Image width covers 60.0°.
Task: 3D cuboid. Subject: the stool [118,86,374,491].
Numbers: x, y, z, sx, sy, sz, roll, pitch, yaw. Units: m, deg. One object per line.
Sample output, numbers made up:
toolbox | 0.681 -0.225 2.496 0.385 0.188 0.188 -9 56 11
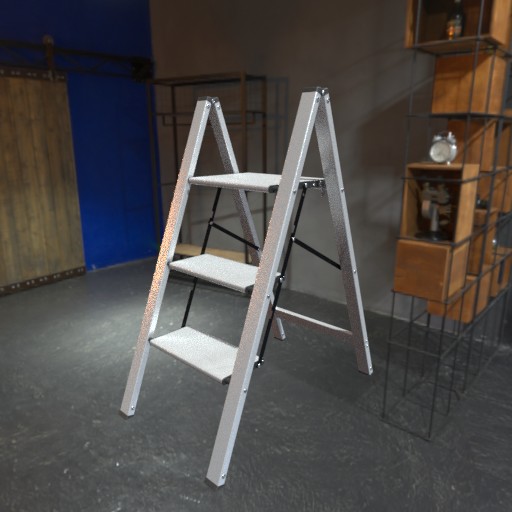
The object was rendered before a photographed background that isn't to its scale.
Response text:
stool | 0.000 0.000 1.303 0.441 0.902 0.730 14 20 42
